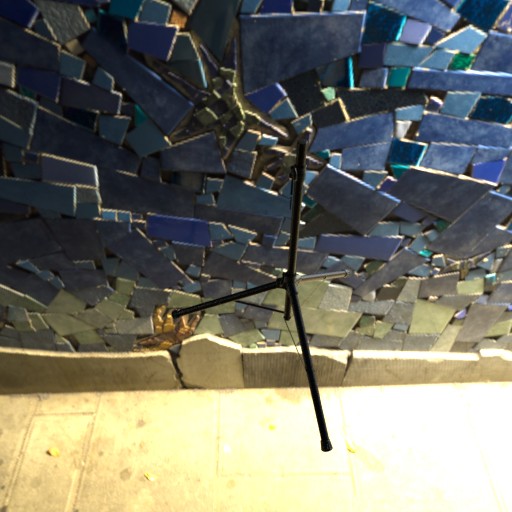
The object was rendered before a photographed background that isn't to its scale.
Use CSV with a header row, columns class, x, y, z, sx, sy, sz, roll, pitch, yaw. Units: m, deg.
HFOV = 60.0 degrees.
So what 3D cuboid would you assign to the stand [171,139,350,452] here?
class,x,y,z,sx,sy,sz,roll,pitch,yaw
stand,0.000,0.000,1.870,0.907,1.136,1.045,10,47,10
